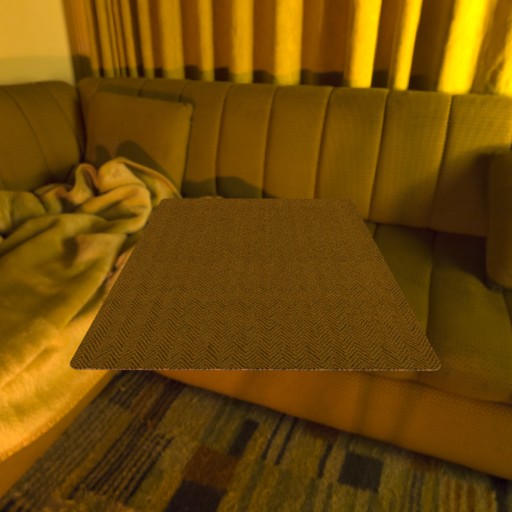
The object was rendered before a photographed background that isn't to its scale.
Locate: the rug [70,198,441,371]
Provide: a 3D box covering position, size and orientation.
[{"bbox_3d":[0.000,0.000,4.286,2.439,0.014,3.207,0,27,0],"label":"rug"}]
